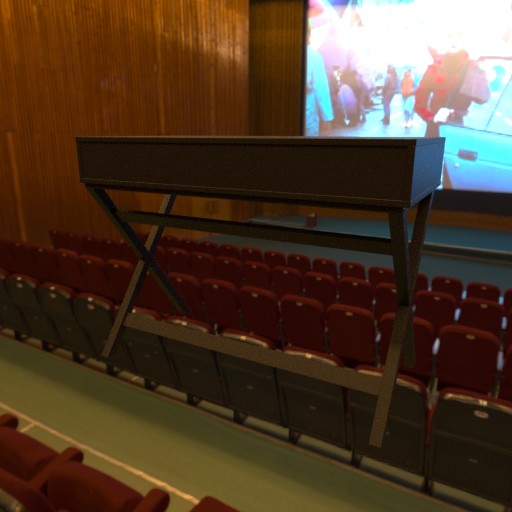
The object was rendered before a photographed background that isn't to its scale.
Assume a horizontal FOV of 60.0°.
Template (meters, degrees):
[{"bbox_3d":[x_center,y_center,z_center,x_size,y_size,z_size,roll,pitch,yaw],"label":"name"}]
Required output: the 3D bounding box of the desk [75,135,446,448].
[{"bbox_3d":[0.000,0.000,1.502,1.057,0.780,0.504,8,18,28],"label":"desk"}]
